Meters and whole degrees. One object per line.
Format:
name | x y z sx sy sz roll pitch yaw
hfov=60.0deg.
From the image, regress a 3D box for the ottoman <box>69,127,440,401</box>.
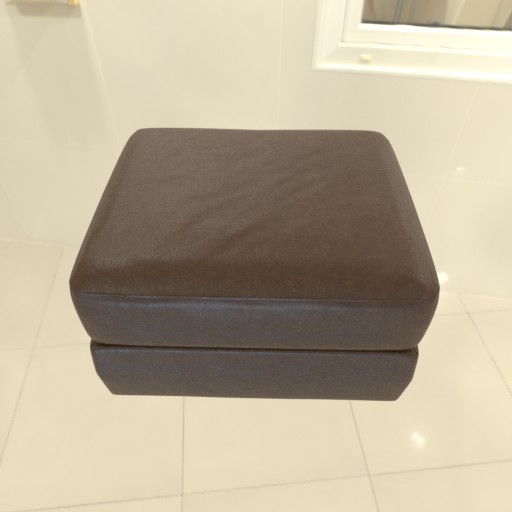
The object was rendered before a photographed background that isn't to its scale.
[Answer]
ottoman | 0.000 0.000 1.151 0.751 0.476 0.603 1 45 1
